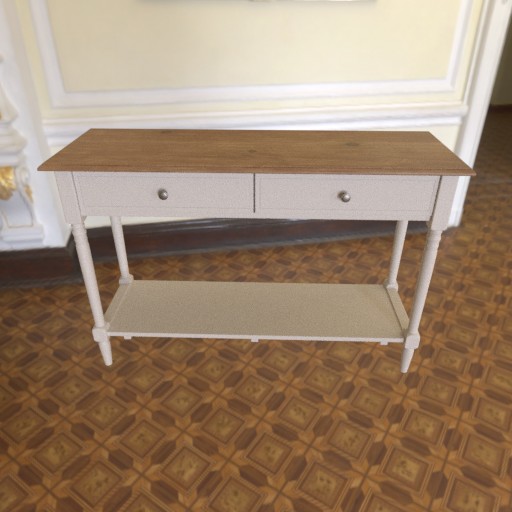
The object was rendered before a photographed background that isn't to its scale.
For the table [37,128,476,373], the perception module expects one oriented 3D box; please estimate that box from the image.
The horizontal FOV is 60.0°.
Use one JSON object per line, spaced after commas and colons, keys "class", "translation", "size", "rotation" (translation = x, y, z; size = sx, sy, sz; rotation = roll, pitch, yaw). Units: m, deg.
{"class": "table", "translation": [0.000, 0.000, 1.596], "size": [1.219, 0.800, 0.399], "rotation": [1, 30, 2]}
